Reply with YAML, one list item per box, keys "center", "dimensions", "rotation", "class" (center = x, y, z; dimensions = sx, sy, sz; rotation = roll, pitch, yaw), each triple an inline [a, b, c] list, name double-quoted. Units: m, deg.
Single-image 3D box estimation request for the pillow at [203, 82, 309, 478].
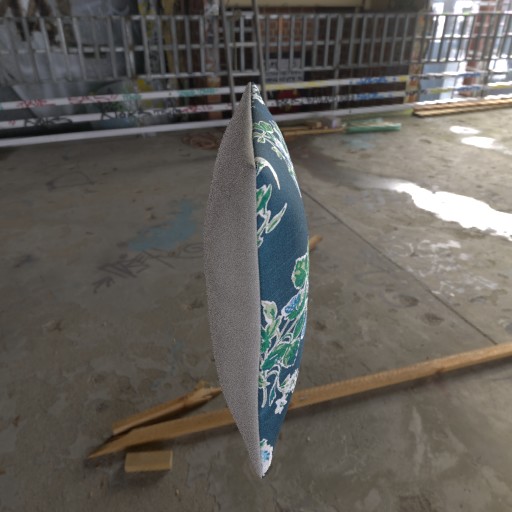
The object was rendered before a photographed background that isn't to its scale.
- center: [0.000, 0.000, 0.794]
  dimensions: [0.166, 0.508, 0.525]
  rotation: [-1, 30, -1]
  class: "pillow"
